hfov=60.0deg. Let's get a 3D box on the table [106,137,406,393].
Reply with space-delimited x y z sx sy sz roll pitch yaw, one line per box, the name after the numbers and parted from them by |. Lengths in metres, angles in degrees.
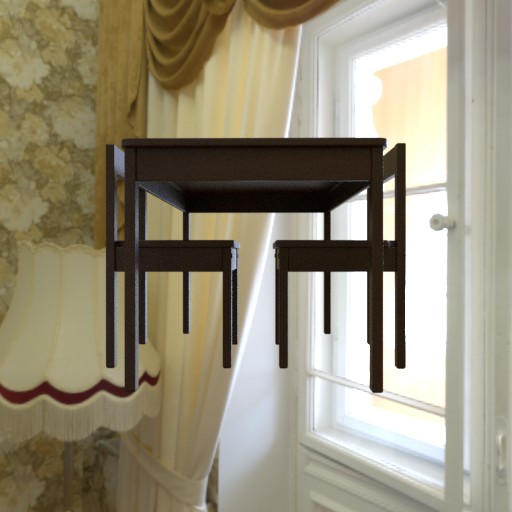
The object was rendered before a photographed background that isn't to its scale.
0.000 0.000 1.130 0.672 0.503 0.650 0 0 1 | table
